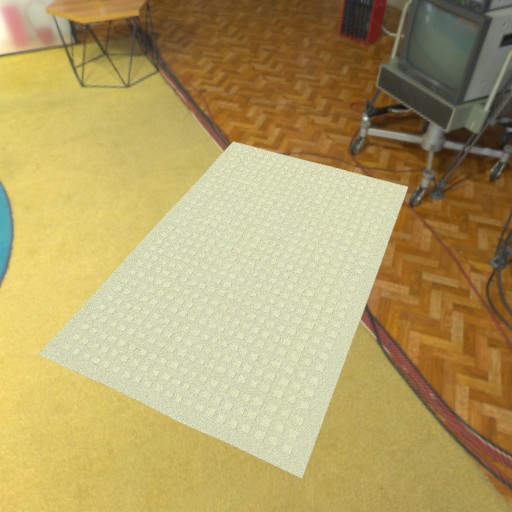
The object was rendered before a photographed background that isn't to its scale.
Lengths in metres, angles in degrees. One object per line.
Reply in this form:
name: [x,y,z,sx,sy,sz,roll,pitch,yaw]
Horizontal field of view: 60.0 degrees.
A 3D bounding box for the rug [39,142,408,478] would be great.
rug: [0.000,0.000,2.187,1.143,0.006,1.747,18,49,17]
